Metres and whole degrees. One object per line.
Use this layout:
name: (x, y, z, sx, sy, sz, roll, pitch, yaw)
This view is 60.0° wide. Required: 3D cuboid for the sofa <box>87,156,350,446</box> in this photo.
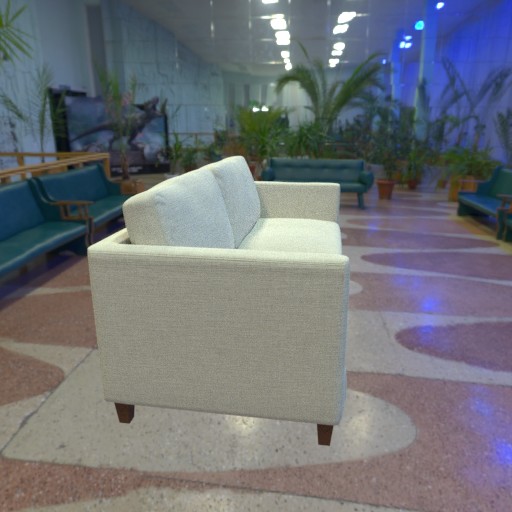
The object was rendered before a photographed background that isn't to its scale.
sofa: (0.000, 0.000, 2.426, 0.950, 0.963, 1.838, 3, 17, 9)
